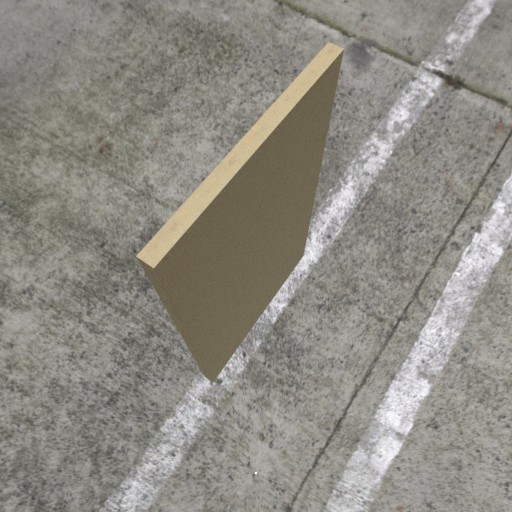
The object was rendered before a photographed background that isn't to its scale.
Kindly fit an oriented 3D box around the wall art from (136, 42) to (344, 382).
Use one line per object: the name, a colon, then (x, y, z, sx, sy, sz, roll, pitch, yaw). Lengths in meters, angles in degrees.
wall art: (0.000, 0.000, 1.043, 0.039, 0.810, 0.510, 32, 68, 14)
